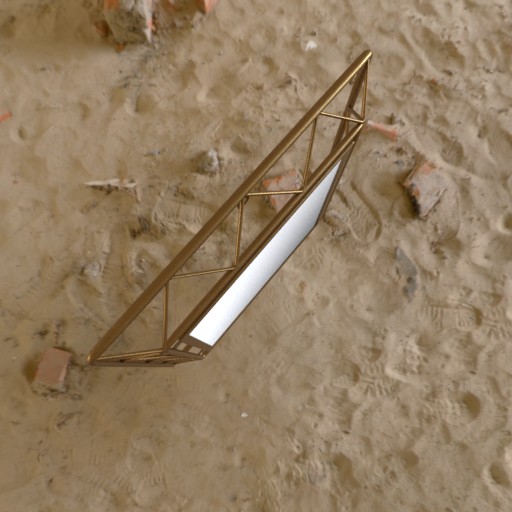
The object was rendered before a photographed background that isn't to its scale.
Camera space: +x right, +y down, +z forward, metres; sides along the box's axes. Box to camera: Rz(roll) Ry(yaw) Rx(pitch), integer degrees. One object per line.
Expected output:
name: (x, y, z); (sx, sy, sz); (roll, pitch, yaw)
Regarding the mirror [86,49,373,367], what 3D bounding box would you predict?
mirror: (0.000, 0.000, 0.613); (0.046, 0.414, 0.416); (39, 79, 9)
